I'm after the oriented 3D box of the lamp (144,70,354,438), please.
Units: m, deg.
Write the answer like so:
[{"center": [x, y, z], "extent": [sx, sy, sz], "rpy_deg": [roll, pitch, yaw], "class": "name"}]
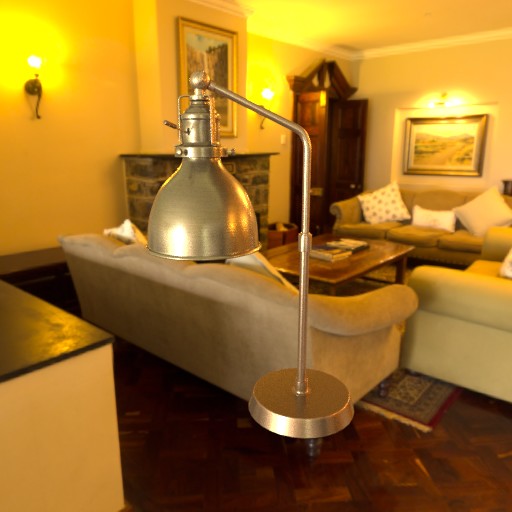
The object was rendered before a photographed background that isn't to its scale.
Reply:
[{"center": [0.000, 0.000, 0.587], "extent": [0.286, 0.456, 0.153], "rpy_deg": [-2, 14, -8], "class": "lamp"}]
